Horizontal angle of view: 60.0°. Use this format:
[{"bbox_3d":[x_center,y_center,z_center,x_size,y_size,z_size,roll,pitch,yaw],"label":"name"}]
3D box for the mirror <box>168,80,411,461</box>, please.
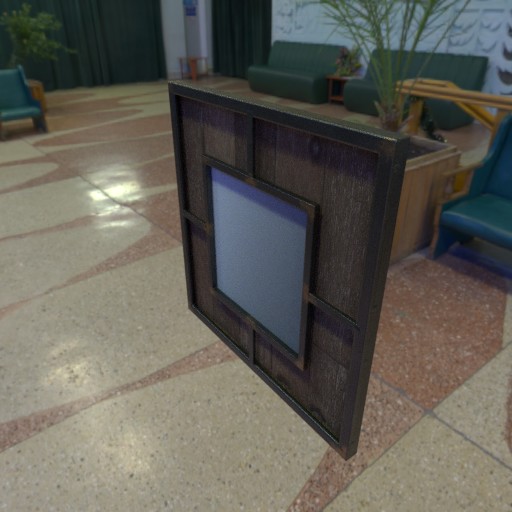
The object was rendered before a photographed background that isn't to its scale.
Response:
[{"bbox_3d":[0.000,0.000,0.569,0.020,0.381,0.382,-20,35,-31],"label":"mirror"}]
